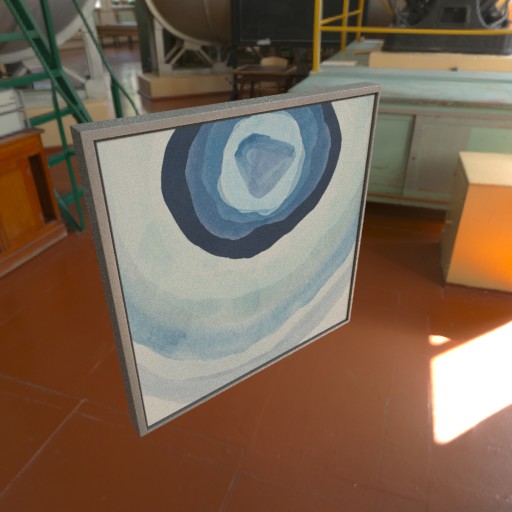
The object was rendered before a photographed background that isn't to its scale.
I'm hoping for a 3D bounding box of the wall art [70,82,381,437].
[{"bbox_3d":[0.000,0.000,0.519,0.349,0.349,0.028,-21,36,-31],"label":"wall art"}]
